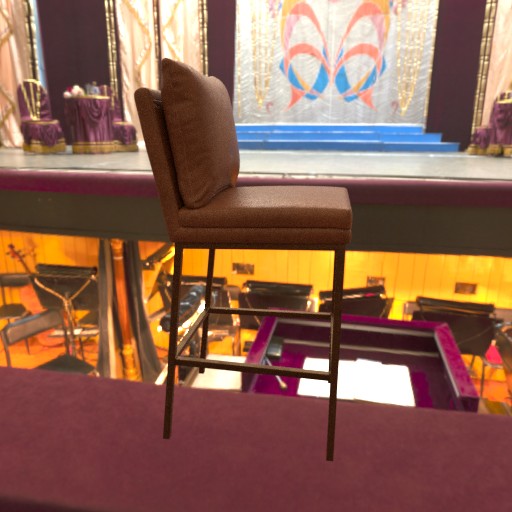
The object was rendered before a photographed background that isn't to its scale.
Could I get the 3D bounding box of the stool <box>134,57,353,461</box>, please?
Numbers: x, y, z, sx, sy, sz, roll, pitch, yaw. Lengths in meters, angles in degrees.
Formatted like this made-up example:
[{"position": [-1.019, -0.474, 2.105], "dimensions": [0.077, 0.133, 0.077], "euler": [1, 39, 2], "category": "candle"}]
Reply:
[{"position": [0.000, 0.000, 1.420], "dimensions": [0.571, 1.124, 0.463], "euler": [3, 16, 9], "category": "stool"}]
